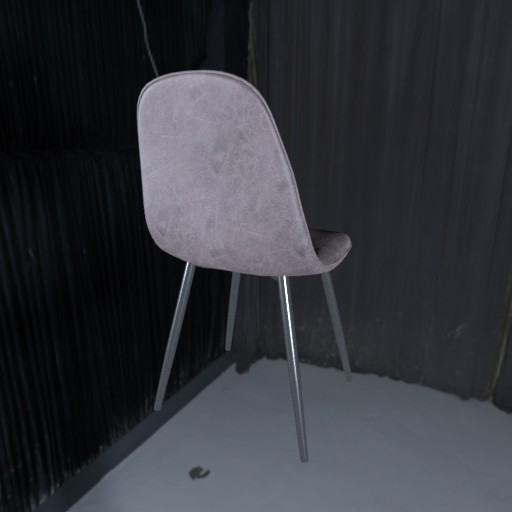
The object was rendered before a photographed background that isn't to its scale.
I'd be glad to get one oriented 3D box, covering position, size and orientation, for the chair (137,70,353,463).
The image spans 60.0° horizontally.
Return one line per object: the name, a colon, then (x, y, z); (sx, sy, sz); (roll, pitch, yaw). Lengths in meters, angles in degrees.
chair: (0.000, 0.000, 1.213); (0.472, 0.889, 0.561); (8, 18, 26)
